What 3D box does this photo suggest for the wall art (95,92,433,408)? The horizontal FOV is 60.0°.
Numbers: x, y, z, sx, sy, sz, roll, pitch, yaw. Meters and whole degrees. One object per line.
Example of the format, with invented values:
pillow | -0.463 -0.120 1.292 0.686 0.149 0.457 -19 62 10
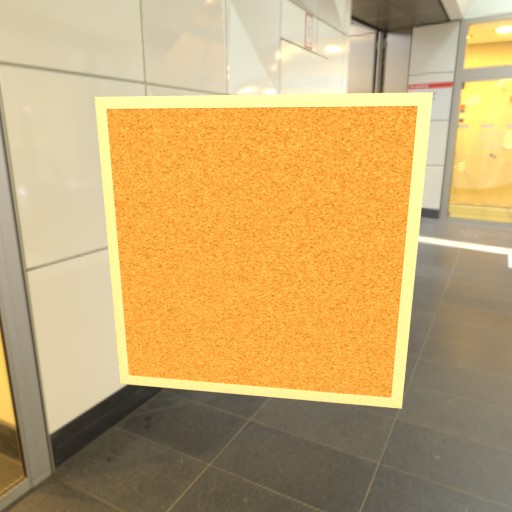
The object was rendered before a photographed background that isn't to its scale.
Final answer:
wall art | 0.000 0.000 0.742 0.506 0.505 0.038 2 15 9
